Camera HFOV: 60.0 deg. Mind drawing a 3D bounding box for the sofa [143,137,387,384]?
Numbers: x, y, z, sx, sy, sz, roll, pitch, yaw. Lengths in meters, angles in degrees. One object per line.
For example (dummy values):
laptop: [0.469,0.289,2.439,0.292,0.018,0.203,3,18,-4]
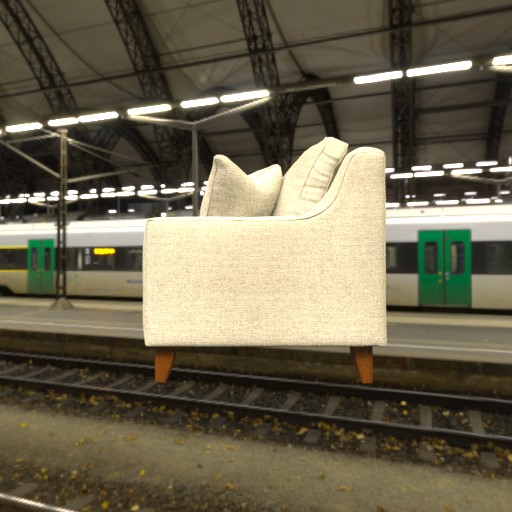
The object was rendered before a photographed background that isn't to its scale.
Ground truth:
sofa: [0.000,0.000,2.508,0.865,0.914,2.031,0,-1,-1]
